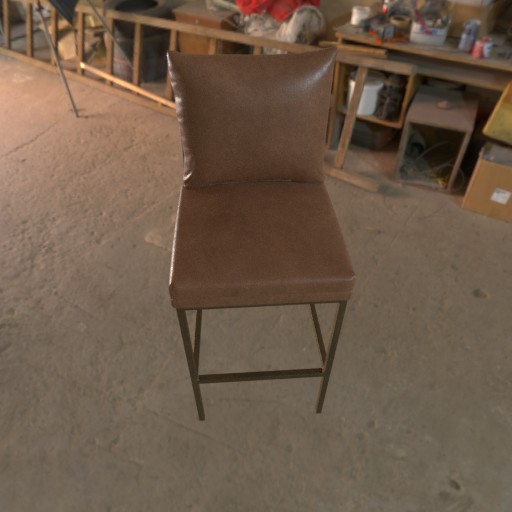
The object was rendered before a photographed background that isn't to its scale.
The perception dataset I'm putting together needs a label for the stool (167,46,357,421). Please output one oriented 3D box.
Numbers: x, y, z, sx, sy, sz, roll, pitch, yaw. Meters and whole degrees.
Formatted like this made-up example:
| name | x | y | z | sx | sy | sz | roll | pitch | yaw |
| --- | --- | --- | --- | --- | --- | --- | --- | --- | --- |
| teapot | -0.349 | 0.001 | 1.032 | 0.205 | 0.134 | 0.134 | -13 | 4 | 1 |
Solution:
| name | x | y | z | sx | sy | sz | roll | pitch | yaw |
| --- | --- | --- | --- | --- | --- | --- | --- | --- | --- |
| stool | 0.000 | 0.000 | 1.399 | 0.463 | 1.124 | 0.571 | -3 | 46 | -3 |
